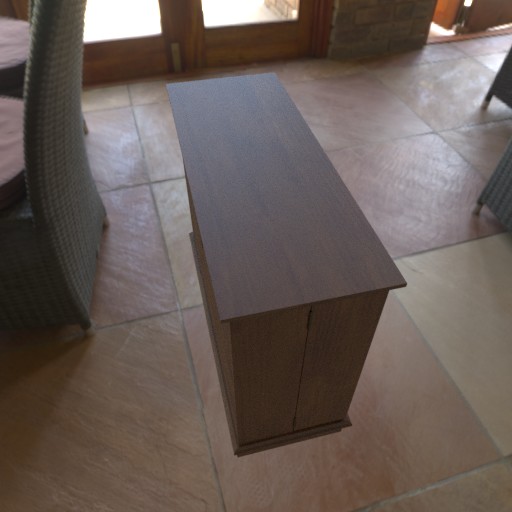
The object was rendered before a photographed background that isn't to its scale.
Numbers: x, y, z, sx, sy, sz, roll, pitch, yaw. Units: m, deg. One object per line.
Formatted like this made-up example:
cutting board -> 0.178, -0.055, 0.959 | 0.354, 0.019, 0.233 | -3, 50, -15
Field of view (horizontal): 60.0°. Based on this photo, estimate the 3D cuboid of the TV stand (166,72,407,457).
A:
TV stand -> 0.000, 0.000, 1.567 | 0.406, 0.813, 1.067 | -10, 47, -9
